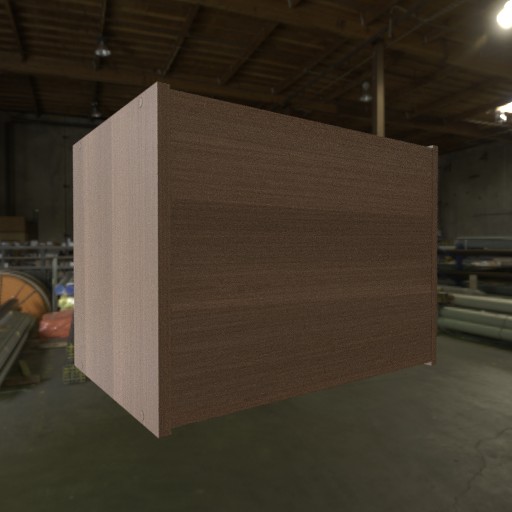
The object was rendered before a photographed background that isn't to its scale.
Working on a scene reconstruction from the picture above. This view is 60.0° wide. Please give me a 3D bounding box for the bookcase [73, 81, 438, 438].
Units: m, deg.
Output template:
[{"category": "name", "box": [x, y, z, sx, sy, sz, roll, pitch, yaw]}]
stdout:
[{"category": "bookcase", "box": [0.000, 0.000, 0.617, 0.415, 0.305, 0.290, -1, 1, -36]}]
